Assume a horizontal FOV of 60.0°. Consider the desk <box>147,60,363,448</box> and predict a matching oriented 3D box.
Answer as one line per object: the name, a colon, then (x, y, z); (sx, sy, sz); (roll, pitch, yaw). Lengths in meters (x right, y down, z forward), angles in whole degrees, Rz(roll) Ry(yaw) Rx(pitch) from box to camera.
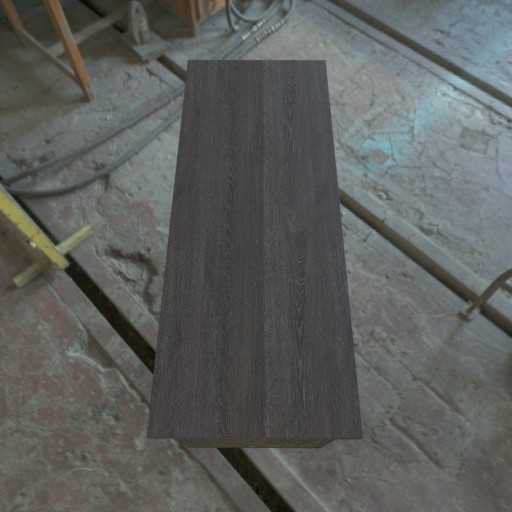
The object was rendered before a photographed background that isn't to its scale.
desk: (0.000, 0.000, 1.914); (0.600, 0.760, 1.524); (0, 63, 0)
